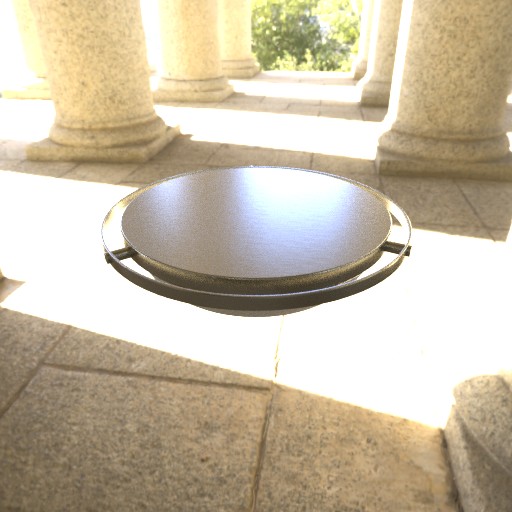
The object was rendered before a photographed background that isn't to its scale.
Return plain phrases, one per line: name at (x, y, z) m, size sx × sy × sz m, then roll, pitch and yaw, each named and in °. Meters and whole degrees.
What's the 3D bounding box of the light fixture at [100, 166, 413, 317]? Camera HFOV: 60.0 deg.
light fixture at (0.000, 0.000, 0.565) m, size 0.361 × 0.130 × 0.361 m, roll 0°, pitch 29°, yaw 0°
